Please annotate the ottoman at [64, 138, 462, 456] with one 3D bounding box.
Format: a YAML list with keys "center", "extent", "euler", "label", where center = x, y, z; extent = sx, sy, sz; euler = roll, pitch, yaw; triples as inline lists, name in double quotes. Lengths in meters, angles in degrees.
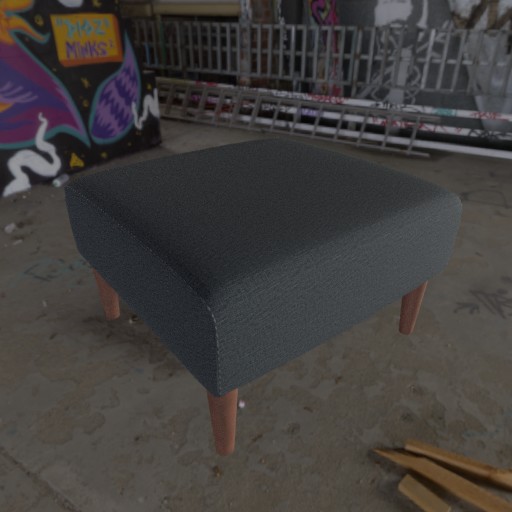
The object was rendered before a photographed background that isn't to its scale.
- center: [0.000, 0.000, 1.046]
  extent: [0.650, 0.398, 0.649]
  euler: [-21, 35, -33]
  label: "ottoman"
